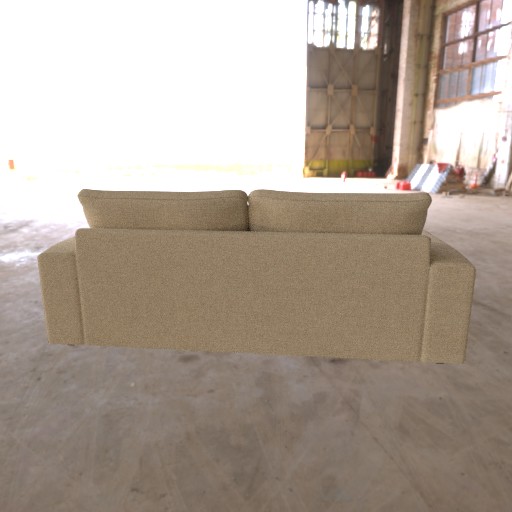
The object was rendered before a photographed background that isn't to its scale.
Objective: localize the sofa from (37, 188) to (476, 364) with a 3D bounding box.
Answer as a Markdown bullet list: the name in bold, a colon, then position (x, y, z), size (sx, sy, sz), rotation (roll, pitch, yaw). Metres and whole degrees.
- **sofa**: position (0.000, 0.000, 2.820), size (2.299, 0.922, 1.040), rotation (2, 14, 6)
